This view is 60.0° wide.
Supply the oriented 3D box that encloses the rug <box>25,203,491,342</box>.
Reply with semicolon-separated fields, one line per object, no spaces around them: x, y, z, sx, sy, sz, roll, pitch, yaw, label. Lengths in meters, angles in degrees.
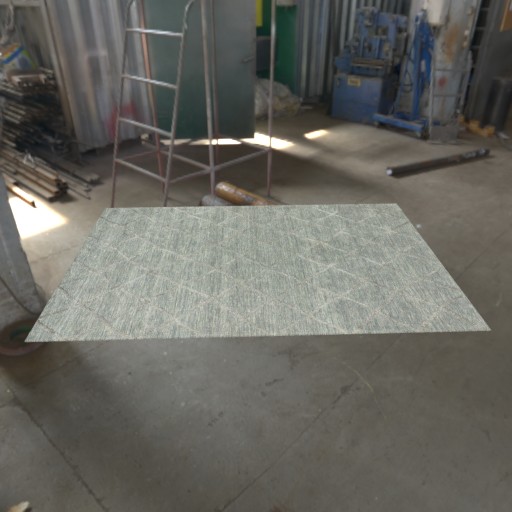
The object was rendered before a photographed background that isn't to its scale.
0.000;0.000;2.820;2.283;0.006;1.521;-1;31;-2;rug
